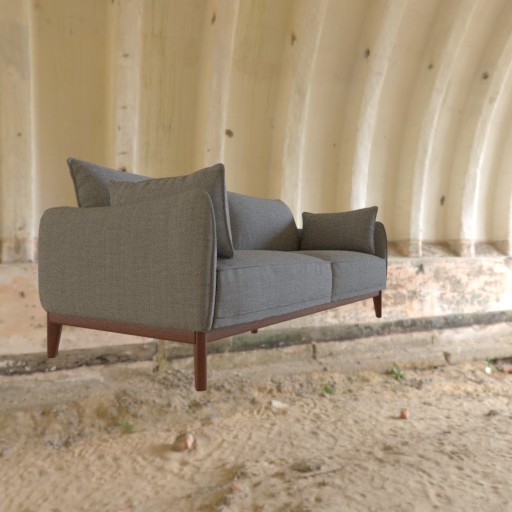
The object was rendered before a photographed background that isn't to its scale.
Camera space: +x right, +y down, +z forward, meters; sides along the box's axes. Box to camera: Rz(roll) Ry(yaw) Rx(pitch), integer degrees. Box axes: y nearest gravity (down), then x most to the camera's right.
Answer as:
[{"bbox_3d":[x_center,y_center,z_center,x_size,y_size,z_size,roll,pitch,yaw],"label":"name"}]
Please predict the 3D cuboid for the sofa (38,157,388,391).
[{"bbox_3d":[0.000,0.000,2.423,0.972,0.851,1.989,0,1,33],"label":"sofa"}]
